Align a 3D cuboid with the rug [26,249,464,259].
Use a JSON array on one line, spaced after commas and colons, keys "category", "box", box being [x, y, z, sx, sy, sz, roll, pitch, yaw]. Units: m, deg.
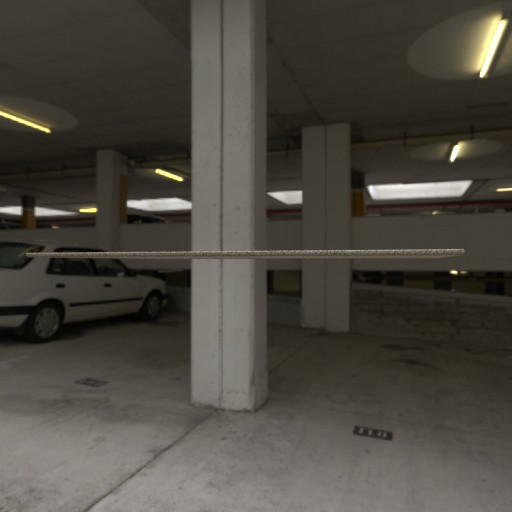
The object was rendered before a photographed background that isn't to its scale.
[{"category": "rug", "box": [0.000, 0.000, 2.936, 2.346, 0.025, 1.500, 0, -1, 19]}]
